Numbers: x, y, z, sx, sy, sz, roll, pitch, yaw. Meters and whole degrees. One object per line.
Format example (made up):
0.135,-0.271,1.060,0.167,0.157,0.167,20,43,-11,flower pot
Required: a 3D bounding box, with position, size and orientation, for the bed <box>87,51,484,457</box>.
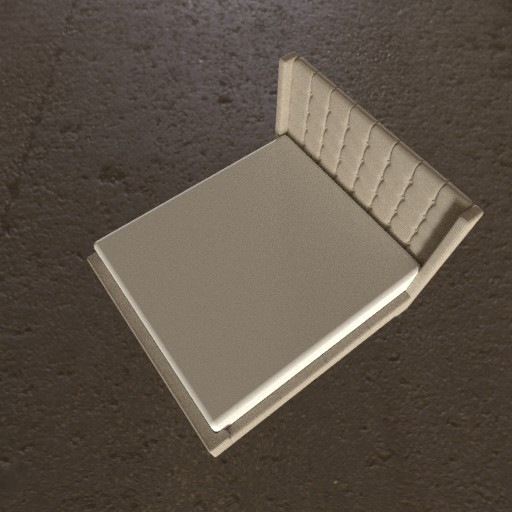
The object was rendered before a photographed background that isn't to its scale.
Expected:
0.000,0.000,3.791,2.370,1.743,2.045,-33,67,-16,bed
